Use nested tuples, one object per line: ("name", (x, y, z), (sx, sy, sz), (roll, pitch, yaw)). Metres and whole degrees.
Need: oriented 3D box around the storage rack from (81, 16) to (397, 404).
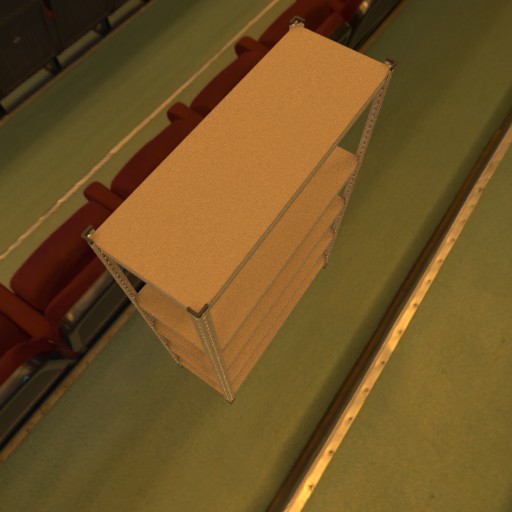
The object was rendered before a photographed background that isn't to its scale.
("storage rack", (0.000, 0.000, 2.326), (0.457, 1.829, 1.219), (32, 68, 14))
